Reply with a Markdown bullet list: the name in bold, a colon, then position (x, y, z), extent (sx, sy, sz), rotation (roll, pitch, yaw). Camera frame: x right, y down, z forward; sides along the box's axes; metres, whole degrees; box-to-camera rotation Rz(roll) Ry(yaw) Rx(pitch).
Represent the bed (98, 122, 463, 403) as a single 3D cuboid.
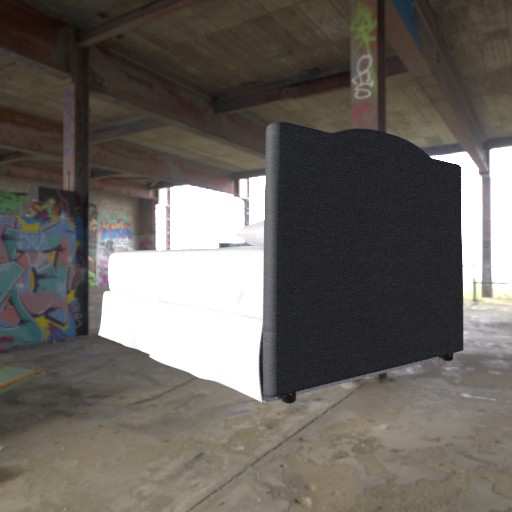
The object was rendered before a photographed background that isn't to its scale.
- **bed**: position (0.000, 0.000, 3.553), extent (1.747, 1.441, 2.507), rotation (0, 0, -37)
